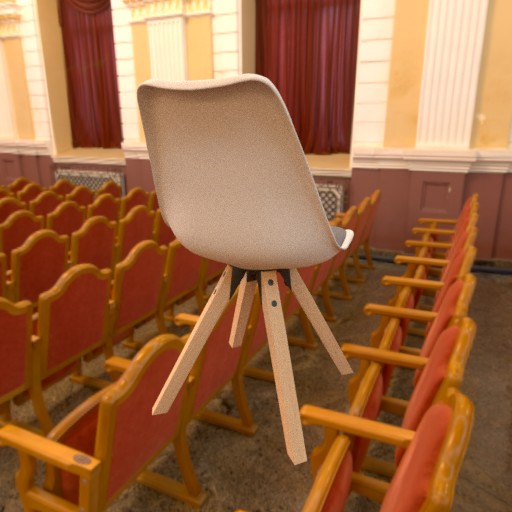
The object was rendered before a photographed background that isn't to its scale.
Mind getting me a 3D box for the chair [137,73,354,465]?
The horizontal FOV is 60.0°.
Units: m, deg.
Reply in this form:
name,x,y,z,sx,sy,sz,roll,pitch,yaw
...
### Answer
name,x,y,z,sx,sy,sz,roll,pitch,yaw
chair,0.000,0.000,1.183,0.485,0.850,0.550,8,18,25
